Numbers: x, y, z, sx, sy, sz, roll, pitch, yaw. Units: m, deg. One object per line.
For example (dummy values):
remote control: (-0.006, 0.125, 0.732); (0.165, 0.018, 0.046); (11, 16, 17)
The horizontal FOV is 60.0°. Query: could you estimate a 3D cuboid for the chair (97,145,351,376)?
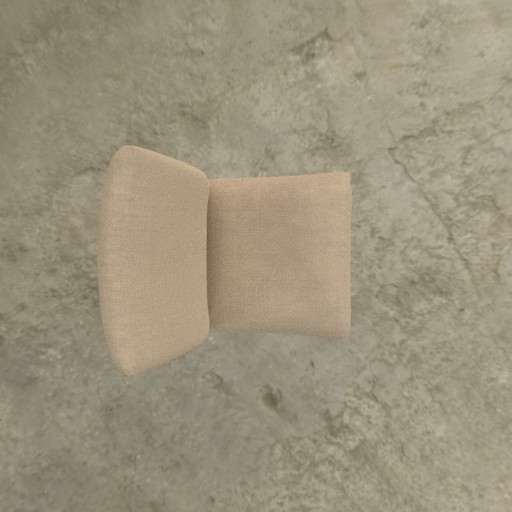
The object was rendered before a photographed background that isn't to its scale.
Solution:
chair: (0.000, 0.000, 1.274); (0.585, 0.940, 0.496); (0, 91, 0)
